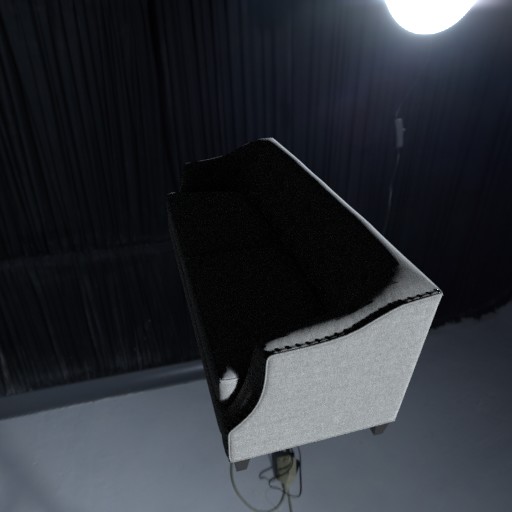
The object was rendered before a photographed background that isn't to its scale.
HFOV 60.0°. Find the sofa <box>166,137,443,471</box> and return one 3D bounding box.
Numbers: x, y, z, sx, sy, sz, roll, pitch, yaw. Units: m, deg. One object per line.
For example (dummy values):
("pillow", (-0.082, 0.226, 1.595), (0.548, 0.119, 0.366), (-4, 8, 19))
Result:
("sofa", (0.000, 0.000, 2.760), (0.914, 0.901, 2.235), (-8, 32, -14))
